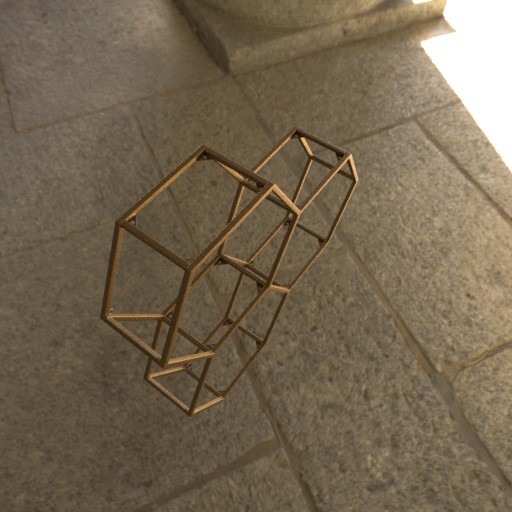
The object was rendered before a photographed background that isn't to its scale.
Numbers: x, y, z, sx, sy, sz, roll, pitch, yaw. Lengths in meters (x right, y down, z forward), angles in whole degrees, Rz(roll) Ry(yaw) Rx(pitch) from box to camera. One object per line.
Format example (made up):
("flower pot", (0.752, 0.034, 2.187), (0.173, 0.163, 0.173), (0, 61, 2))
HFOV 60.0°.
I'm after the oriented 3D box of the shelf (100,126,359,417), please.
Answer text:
("shelf", (0.000, 0.000, 1.047), (0.150, 0.701, 0.708), (32, 63, 19))
